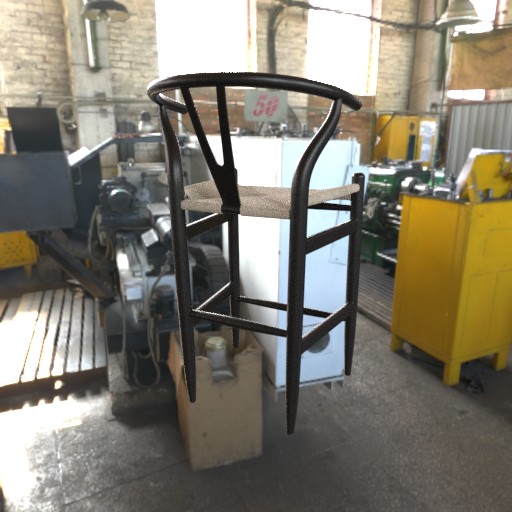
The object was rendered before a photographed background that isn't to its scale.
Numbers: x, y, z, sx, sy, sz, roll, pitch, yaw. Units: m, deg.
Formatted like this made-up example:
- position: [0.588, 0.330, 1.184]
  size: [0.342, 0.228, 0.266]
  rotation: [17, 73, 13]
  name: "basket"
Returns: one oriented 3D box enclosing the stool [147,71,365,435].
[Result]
- position: [0.000, 0.000, 1.336]
  size: [0.569, 0.970, 0.579]
  rotation: [8, 17, 26]
  name: "stool"
